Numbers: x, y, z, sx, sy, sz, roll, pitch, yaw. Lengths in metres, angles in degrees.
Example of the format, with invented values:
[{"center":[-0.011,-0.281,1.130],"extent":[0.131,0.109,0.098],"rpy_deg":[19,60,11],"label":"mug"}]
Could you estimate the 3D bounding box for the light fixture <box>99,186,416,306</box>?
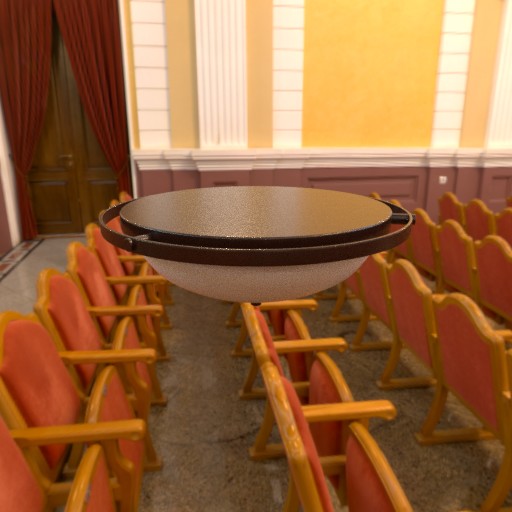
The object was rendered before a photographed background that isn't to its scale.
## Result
[{"center":[0.000,0.000,0.556],"extent":[0.361,0.130,0.361],"rpy_deg":[0,17,0],"label":"light fixture"}]
